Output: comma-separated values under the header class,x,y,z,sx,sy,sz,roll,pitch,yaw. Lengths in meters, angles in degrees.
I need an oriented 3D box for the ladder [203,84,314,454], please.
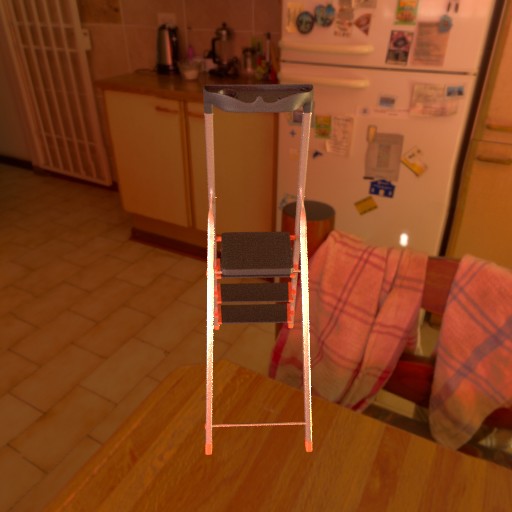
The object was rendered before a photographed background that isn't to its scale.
class,x,y,z,sx,sy,sz,roll,pitch,yaw
ladder,0.000,0.000,1.844,0.452,1.429,0.834,-1,31,-2
